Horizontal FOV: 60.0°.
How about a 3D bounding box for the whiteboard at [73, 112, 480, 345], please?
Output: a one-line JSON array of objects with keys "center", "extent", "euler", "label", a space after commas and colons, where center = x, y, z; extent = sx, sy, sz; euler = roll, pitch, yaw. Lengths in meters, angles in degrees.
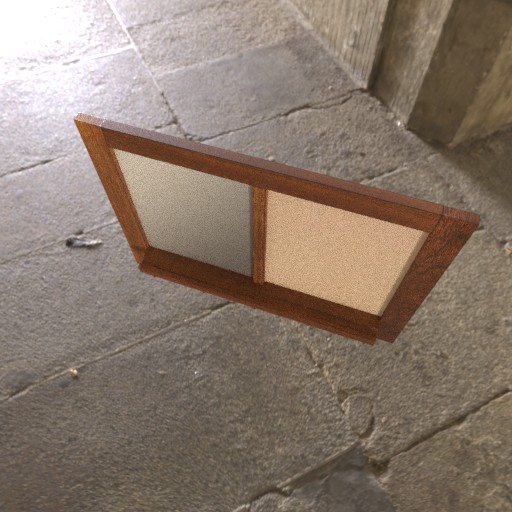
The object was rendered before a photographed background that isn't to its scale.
[{"center": [0.000, 0.000, 1.041], "extent": [0.783, 0.559, 0.083], "euler": [17, 60, 10], "label": "whiteboard"}]
